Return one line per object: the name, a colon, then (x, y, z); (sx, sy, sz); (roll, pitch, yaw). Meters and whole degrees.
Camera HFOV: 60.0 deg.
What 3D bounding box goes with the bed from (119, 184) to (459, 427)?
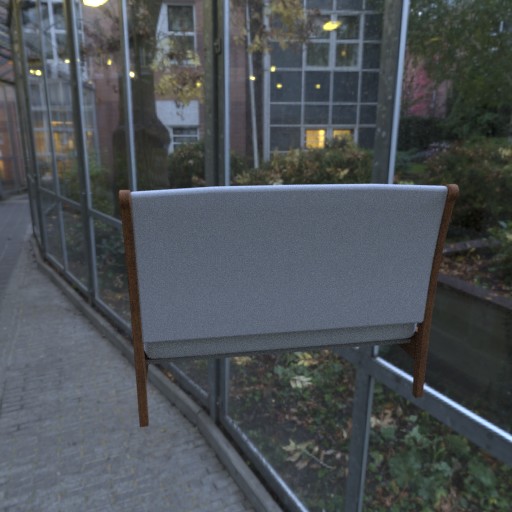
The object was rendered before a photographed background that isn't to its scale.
bed: (0.000, 0.000, 2.976); (1.502, 1.135, 2.108); (-3, 15, -10)
